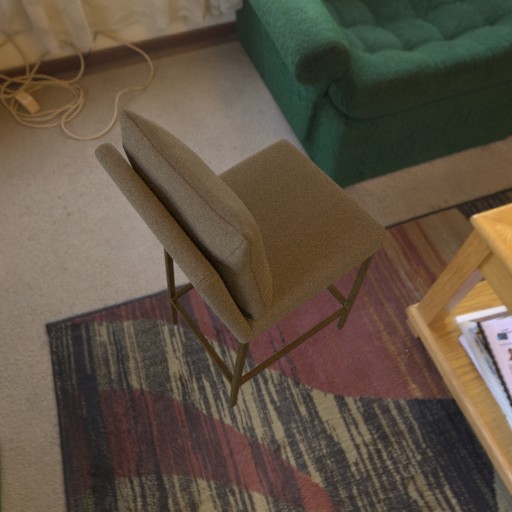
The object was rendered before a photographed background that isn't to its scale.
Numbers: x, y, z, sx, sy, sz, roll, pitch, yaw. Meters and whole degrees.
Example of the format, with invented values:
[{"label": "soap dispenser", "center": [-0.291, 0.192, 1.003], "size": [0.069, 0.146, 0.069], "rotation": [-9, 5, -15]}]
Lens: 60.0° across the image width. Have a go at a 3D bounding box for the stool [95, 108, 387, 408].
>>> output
[{"label": "stool", "center": [0.000, 0.000, 1.332], "size": [0.569, 1.030, 0.463], "rotation": [-33, 64, -18]}]
